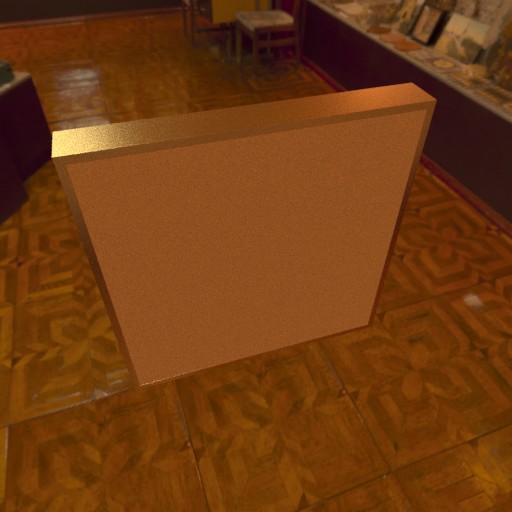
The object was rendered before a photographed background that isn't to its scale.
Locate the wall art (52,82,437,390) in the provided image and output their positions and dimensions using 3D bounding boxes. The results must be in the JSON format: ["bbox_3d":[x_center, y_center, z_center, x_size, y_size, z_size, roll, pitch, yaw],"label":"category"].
[{"bbox_3d":[0.000,0.000,0.453,0.304,0.304,0.038,-12,44,-13],"label":"wall art"}]
